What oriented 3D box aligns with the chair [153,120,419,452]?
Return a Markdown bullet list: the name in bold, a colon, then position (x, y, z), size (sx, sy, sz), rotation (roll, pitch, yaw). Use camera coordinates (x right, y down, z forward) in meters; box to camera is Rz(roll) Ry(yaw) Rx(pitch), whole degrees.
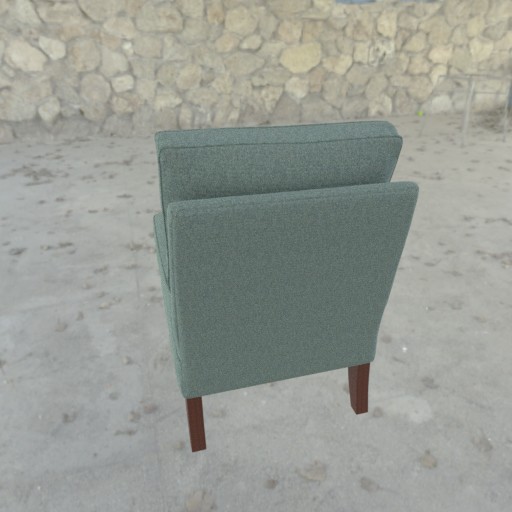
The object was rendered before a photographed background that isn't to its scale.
- **chair**: position (0.000, 0.000, 1.449), size (0.624, 0.901, 0.796), rotation (-7, 27, -14)
